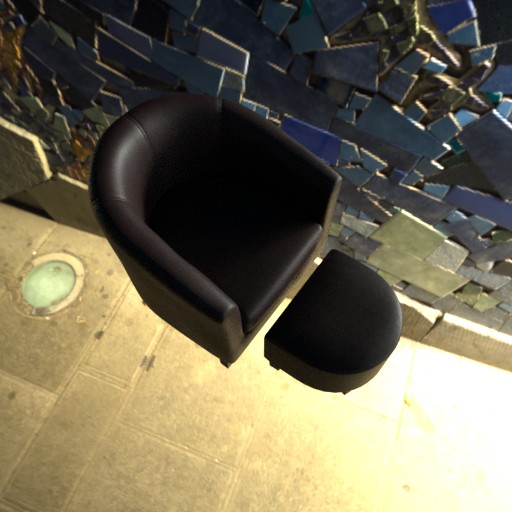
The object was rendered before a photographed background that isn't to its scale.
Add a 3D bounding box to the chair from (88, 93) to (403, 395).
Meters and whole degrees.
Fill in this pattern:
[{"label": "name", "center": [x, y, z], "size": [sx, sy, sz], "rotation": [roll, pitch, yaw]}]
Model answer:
[{"label": "chair", "center": [0.000, 0.000, 1.659], "size": [1.176, 0.755, 0.737], "rotation": [31, 62, 19]}]
